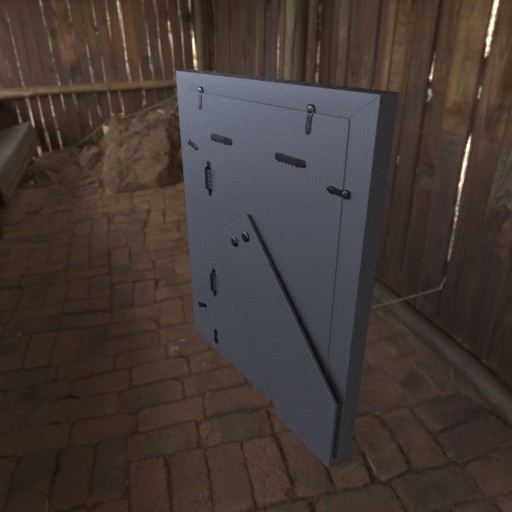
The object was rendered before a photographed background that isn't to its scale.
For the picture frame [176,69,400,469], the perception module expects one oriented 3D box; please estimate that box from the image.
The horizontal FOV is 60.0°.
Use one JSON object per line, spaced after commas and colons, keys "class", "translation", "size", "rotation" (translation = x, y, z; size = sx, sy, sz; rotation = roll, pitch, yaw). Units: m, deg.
{"class": "picture frame", "translation": [0.000, 0.000, 0.514], "size": [0.036, 0.383, 0.307], "rotation": [-19, 32, -33]}
